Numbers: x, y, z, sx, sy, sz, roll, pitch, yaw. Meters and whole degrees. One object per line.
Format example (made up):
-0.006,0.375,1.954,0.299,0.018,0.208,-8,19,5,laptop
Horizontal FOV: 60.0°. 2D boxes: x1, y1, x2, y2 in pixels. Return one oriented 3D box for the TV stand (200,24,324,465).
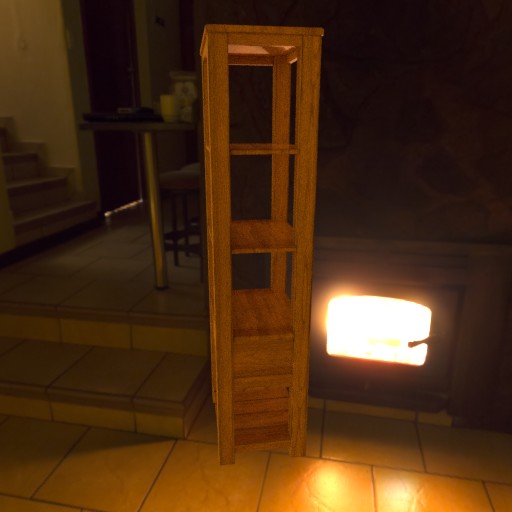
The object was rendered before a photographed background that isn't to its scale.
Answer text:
0.000,0.000,2.062,0.435,1.828,0.565,-2,17,-8,TV stand
